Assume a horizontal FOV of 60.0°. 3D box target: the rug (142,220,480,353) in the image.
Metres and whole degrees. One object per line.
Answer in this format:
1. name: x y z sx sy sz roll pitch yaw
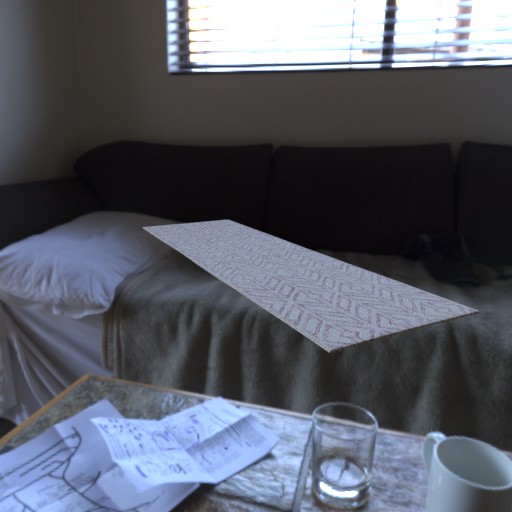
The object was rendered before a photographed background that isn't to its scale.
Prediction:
1. rug: 0.000 0.000 2.649 0.750 0.009 2.435 -8 16 -27
